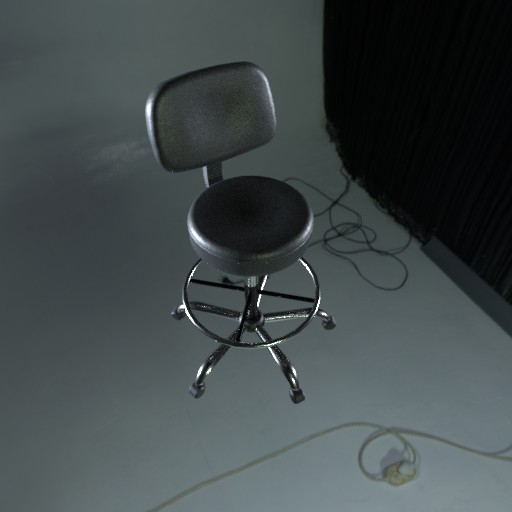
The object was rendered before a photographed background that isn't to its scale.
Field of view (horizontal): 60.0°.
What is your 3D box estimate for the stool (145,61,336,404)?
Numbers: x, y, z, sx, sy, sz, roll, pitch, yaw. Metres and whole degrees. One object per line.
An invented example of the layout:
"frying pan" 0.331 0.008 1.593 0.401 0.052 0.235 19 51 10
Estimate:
"stool" 0.000 0.000 1.509 0.694 1.069 0.658 -24 51 -21
